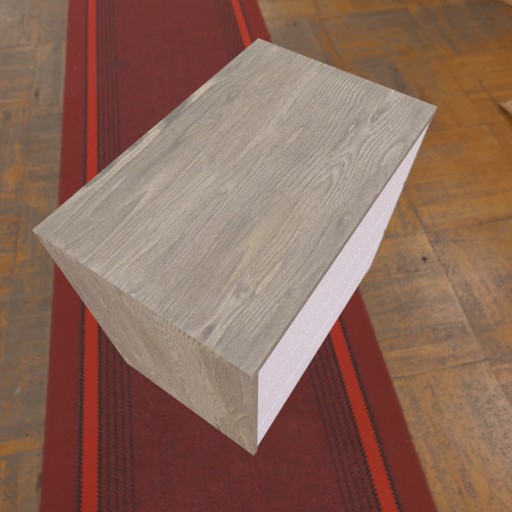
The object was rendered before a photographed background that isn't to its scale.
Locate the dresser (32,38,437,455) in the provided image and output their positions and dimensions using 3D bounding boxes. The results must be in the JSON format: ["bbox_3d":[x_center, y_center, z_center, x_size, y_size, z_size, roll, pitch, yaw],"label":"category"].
[{"bbox_3d":[0.000,0.000,1.303,0.529,0.762,0.809,29,62,18],"label":"dresser"}]
